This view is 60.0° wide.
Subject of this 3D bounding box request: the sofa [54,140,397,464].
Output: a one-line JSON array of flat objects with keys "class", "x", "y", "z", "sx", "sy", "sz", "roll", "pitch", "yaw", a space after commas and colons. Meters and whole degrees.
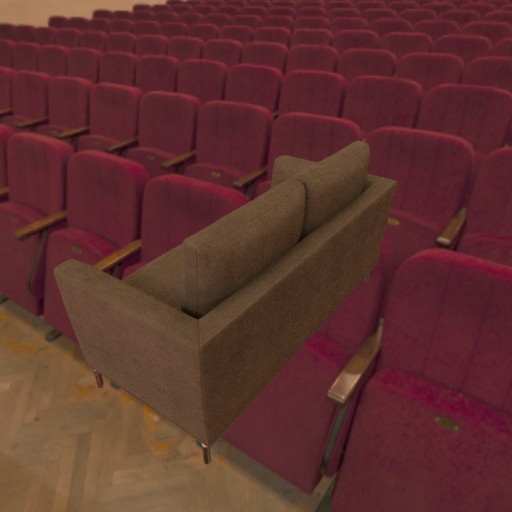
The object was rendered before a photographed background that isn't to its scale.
[{"class": "sofa", "x": 0.000, "y": 0.000, "z": 2.430, "sx": 0.855, "sy": 1.013, "sz": 1.832, "roll": 21, "pitch": 37, "yaw": 30}]
